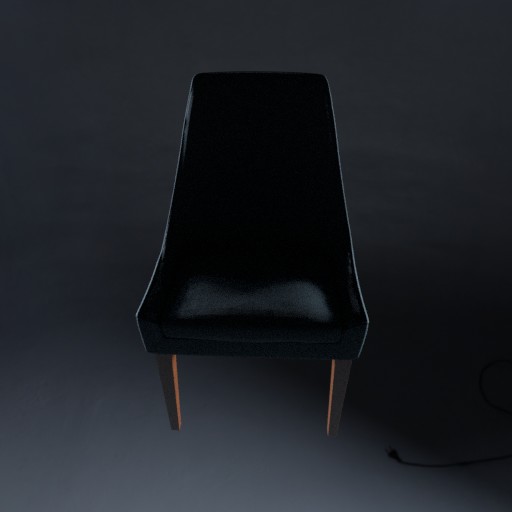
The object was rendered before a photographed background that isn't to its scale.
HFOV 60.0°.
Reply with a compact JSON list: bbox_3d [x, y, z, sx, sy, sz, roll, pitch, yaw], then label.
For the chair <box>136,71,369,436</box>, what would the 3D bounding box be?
[{"bbox_3d":[0.000,0.000,1.205,0.529,0.861,0.544,1,31,2],"label":"chair"}]
